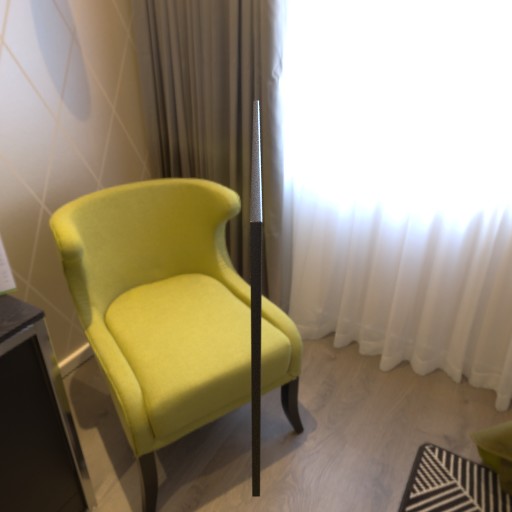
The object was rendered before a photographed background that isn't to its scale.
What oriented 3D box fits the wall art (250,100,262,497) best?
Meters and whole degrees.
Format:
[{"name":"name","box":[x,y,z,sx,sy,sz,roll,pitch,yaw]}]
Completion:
[{"name":"wall art","box":[0.000,0.000,1.033,0.015,0.552,0.819,0,29,0]}]
